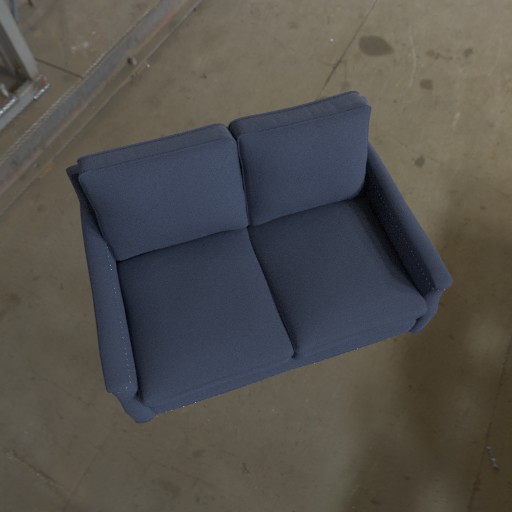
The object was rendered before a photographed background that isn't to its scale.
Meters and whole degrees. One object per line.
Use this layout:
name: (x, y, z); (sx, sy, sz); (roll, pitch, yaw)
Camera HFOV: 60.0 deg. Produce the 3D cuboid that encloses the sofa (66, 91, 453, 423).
sofa: (0.000, 0.000, 2.216); (1.597, 1.003, 1.084); (-16, 64, -8)
